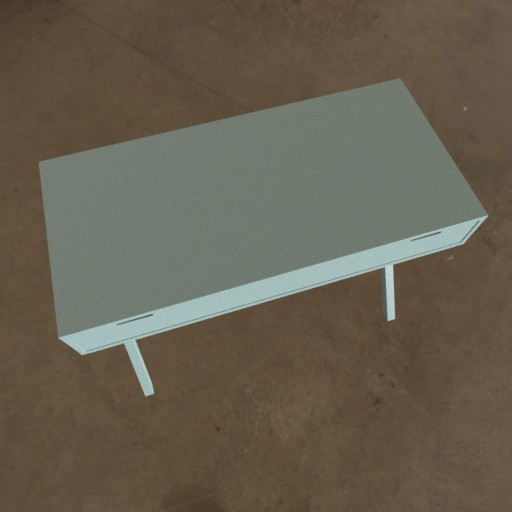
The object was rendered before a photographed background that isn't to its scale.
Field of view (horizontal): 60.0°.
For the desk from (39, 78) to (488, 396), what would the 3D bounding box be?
[{"bbox_3d":[0.000,0.000,1.491,1.059,0.780,0.509,-15,64,-8],"label":"desk"}]
